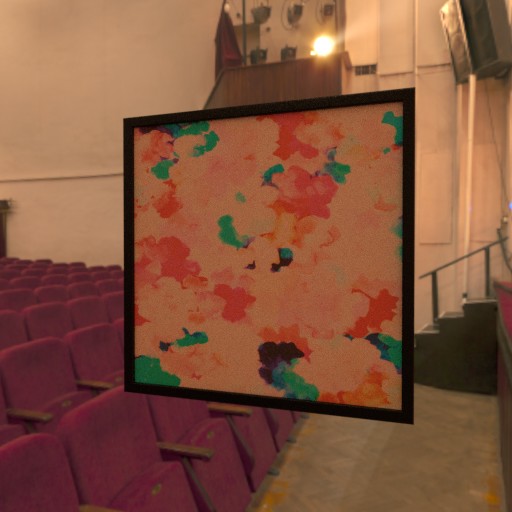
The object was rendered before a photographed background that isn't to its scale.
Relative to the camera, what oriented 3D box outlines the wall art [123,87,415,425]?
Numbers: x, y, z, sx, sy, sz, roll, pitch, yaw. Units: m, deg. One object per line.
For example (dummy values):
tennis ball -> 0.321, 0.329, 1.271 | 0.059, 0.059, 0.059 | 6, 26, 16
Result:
wall art -> 0.000, 0.000, 1.124 | 0.756, 0.755, 0.036 | 0, 1, 18
